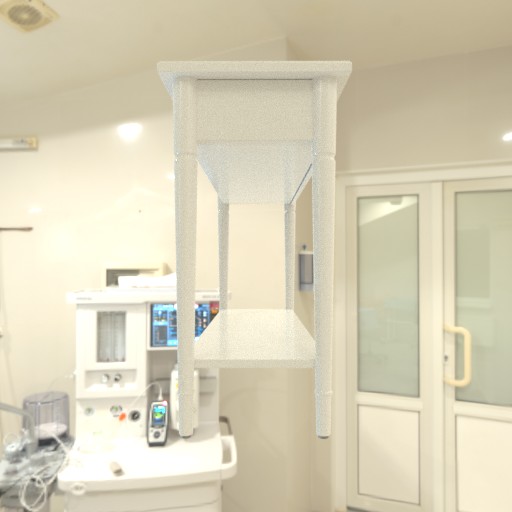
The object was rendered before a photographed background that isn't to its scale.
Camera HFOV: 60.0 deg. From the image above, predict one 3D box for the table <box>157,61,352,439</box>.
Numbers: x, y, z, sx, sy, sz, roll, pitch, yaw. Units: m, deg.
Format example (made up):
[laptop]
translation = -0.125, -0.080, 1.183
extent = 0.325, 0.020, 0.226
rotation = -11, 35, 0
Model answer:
[table]
translation = 0.000, 0.000, 1.393
extent = 0.381, 0.749, 1.067
rotation = 0, -1, 0
